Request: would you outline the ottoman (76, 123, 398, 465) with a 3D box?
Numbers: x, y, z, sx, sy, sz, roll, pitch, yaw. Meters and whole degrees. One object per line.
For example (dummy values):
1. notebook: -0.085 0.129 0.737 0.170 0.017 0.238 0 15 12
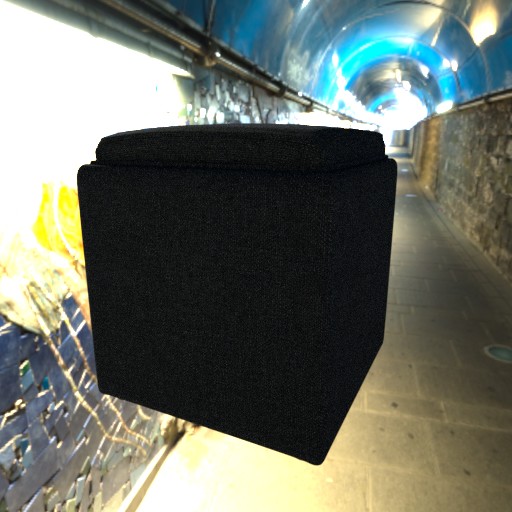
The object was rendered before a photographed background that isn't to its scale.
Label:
1. ottoman: 0.000 0.000 0.858 0.436 0.493 0.454 7 17 26
